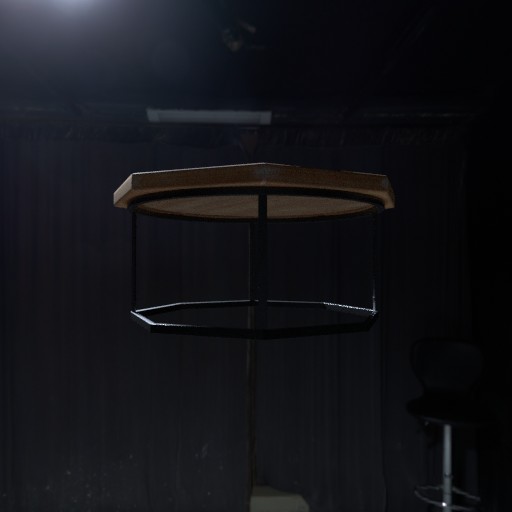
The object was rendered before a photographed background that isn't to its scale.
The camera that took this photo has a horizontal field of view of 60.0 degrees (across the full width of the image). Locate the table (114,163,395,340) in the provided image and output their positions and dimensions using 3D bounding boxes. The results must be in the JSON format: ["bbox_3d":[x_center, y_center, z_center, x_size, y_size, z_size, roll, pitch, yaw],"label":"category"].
[{"bbox_3d":[0.000,0.000,1.580,1.002,0.444,1.002,0,-1,0],"label":"table"}]
